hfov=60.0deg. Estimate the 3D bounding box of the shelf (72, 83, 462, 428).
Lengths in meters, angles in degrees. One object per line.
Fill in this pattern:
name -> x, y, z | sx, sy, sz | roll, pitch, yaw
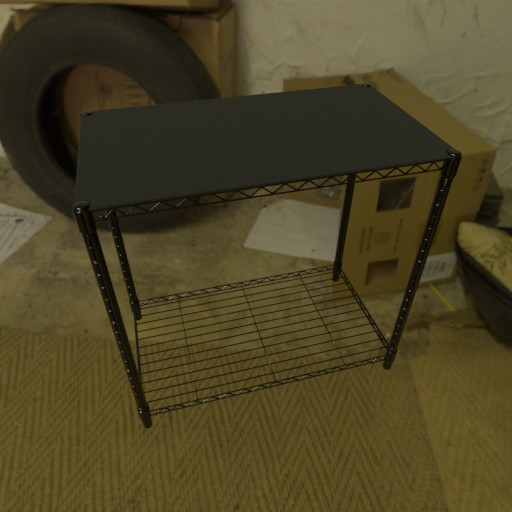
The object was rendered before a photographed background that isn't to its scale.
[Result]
shelf -> 0.000, 0.000, 0.939 | 0.589, 0.564, 0.338 | -10, 41, -11
